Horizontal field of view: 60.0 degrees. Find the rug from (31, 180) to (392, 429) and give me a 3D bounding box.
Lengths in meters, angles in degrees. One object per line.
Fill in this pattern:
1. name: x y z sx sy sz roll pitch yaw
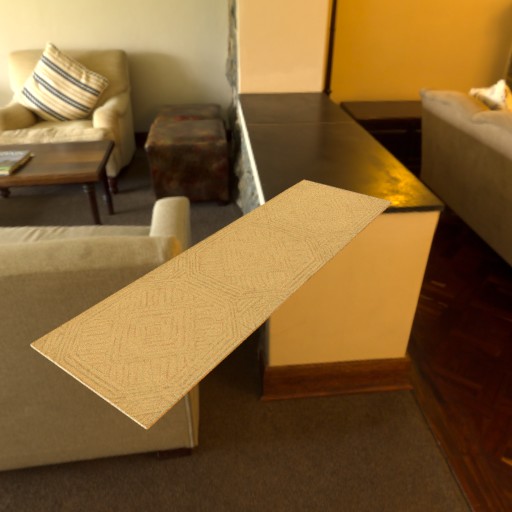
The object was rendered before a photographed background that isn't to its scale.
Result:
1. rug: 0.000 0.000 2.668 0.775 0.012 2.452 20 37 30
